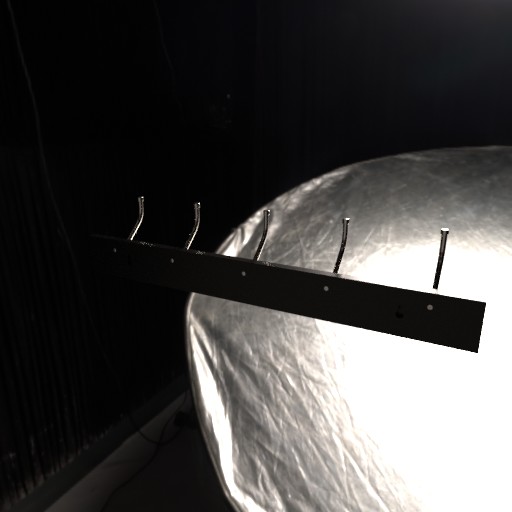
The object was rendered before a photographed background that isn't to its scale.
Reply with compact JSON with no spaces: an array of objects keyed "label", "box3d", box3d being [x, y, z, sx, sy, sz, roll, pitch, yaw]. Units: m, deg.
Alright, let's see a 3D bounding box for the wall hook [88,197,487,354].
[{"label":"wall hook","box3d":[0.000,0.000,0.611,0.571,0.117,0.071,9,19,27]}]
